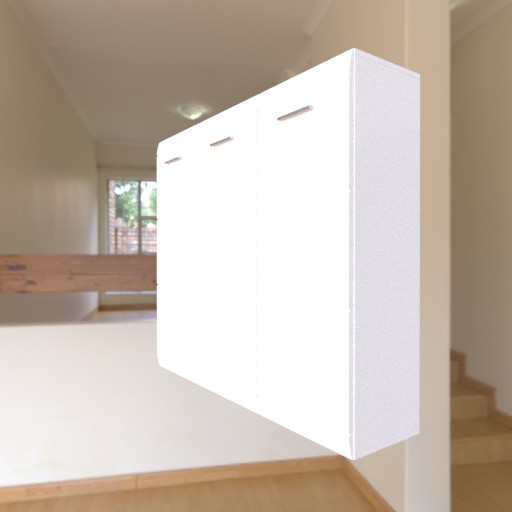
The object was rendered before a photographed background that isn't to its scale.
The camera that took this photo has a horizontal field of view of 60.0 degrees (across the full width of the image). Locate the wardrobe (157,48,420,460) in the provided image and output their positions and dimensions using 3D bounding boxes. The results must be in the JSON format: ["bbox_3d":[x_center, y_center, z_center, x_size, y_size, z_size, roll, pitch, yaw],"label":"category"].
[{"bbox_3d":[0.000,0.000,1.897,0.360,1.200,1.340,0,0,-36],"label":"wardrobe"}]
